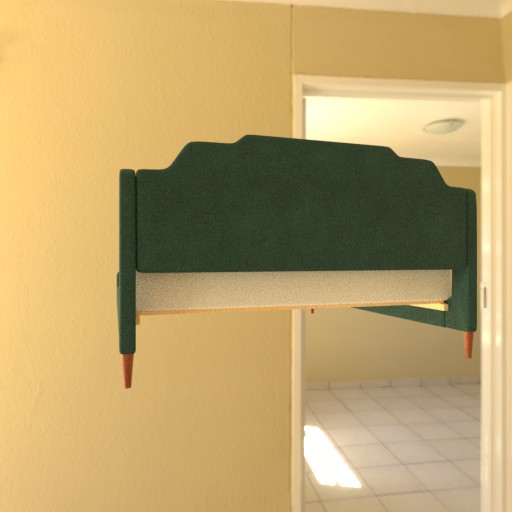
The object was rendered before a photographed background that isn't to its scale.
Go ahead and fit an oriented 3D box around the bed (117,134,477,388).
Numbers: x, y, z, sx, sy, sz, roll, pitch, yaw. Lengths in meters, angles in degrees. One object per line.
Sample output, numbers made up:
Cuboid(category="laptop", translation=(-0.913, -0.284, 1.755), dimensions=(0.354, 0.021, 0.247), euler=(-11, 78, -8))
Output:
Cuboid(category="bed", translation=(0.000, 0.000, 3.477), dimensions=(2.074, 1.245, 2.340), euler=(0, 0, -18))
